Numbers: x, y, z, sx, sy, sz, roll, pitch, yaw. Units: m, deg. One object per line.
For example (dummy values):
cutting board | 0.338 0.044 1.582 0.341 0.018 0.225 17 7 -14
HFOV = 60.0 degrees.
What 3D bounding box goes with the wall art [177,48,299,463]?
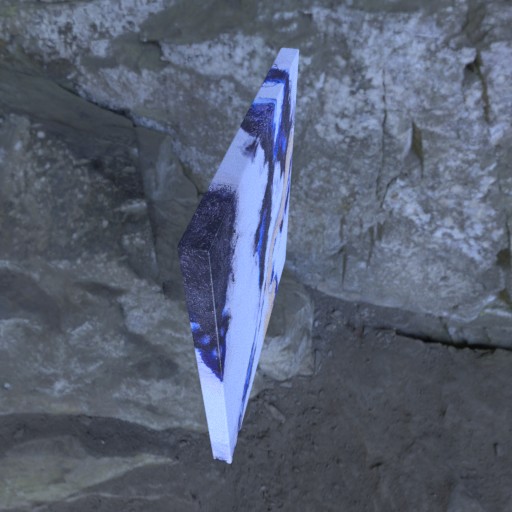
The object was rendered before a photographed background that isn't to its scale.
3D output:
wall art | 0.000 0.000 0.909 0.039 0.609 0.609 9 46 9
